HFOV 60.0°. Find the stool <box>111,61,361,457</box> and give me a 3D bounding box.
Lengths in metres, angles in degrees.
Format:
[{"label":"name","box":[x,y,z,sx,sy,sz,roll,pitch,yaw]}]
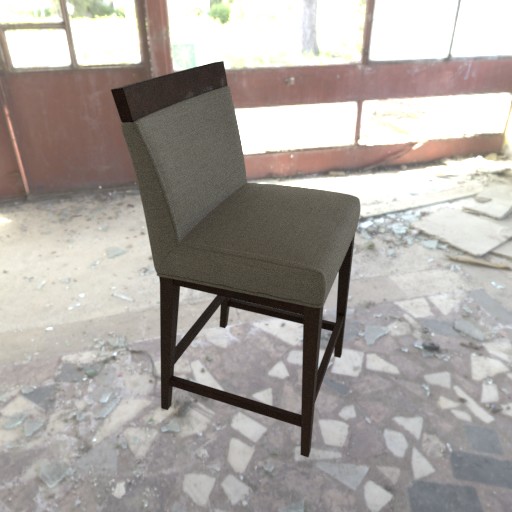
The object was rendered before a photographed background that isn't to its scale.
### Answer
[{"label":"stool","box":[0.000,0.000,1.329,0.531,1.009,0.512,11,32,18]}]
